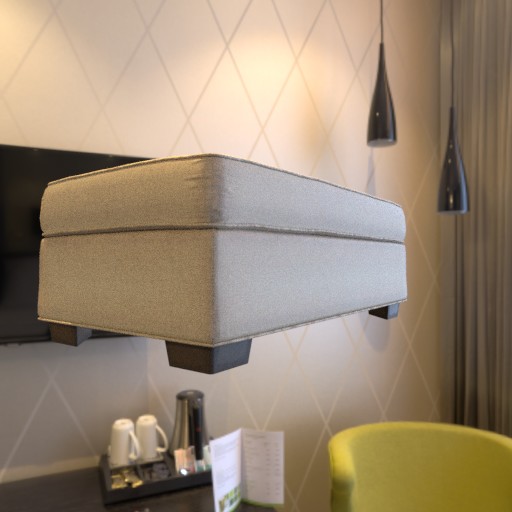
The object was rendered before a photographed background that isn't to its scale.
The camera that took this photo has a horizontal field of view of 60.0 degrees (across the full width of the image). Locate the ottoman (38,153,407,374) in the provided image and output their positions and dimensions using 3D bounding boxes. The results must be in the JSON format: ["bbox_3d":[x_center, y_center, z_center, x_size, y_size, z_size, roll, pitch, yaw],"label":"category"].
[{"bbox_3d":[0.000,0.000,1.403,0.617,0.448,1.097,0,0,36],"label":"ottoman"}]
